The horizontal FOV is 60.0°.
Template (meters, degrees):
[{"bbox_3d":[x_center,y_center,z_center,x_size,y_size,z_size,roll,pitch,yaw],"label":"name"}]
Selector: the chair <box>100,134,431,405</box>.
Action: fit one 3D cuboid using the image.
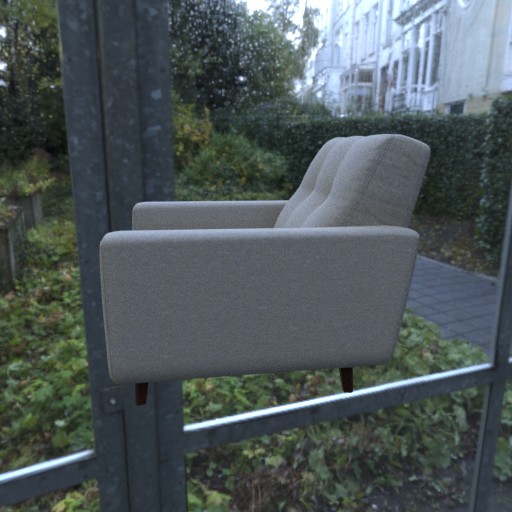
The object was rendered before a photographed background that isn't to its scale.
[{"bbox_3d":[0.000,0.000,1.840,1.128,0.965,0.897,-2,14,-8],"label":"chair"}]
